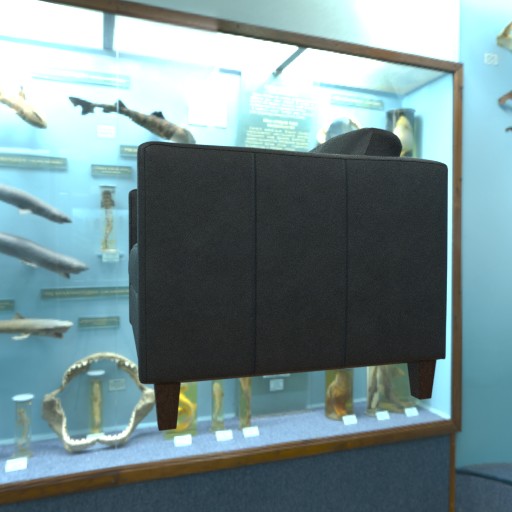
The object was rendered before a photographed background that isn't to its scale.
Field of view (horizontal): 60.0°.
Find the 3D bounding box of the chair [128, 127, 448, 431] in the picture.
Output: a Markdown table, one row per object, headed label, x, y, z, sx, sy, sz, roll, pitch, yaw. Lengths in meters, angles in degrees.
| label | x | y | z | sx | sy | sz | roll | pitch | yaw |
| --- | --- | --- | --- | --- | --- | --- | --- | --- | --- |
| chair | 0.000 | 0.000 | 1.557 | 0.862 | 0.811 | 0.939 | 0 | 1 | -17 |
